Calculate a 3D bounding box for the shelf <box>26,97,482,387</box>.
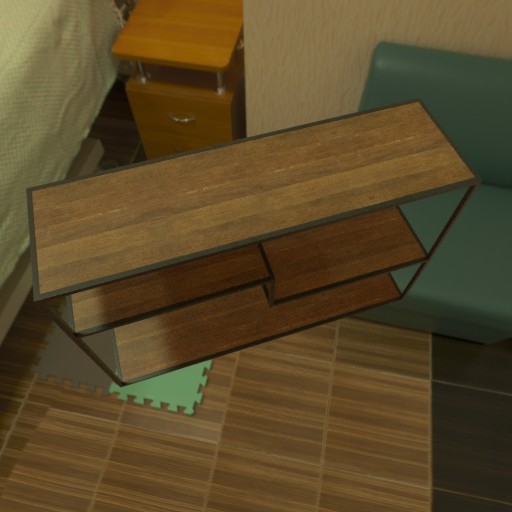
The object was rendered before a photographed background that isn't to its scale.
[{"bbox_3d":[0.000,0.000,1.542,1.201,0.765,0.361,-15,60,-9],"label":"shelf"}]
